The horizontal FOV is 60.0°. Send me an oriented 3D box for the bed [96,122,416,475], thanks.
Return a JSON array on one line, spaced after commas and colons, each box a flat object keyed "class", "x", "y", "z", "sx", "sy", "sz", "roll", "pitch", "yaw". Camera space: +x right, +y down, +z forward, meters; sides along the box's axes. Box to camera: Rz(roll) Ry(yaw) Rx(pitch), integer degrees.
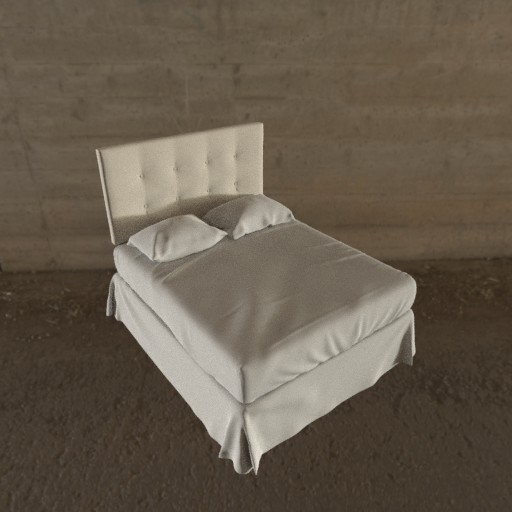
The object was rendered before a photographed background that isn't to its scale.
[{"class": "bed", "x": 0.000, "y": 0.000, "z": 3.573, "sx": 1.936, "sy": 1.577, "sz": 2.222, "roll": -20, "pitch": 35, "yaw": -32}]
